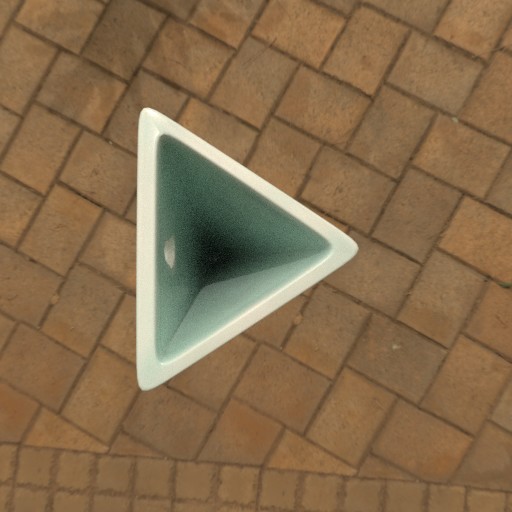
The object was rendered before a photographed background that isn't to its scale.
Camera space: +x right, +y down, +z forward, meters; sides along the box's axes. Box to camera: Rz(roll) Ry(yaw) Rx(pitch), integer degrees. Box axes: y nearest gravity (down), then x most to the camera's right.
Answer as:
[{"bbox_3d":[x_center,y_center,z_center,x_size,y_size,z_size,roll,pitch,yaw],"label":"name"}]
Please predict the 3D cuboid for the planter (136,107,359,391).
[{"bbox_3d":[0.000,0.000,0.212,0.064,0.178,0.080,0,89,2],"label":"planter"}]
